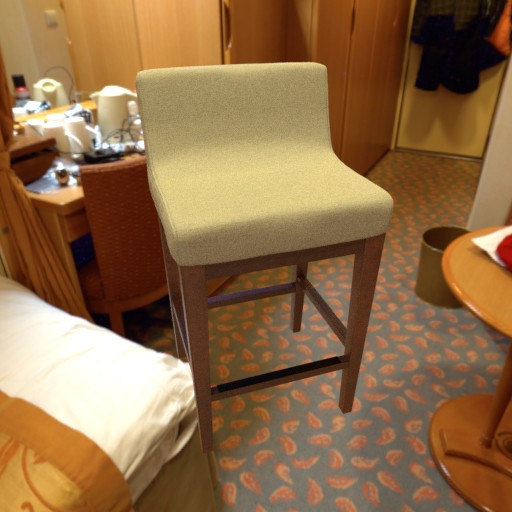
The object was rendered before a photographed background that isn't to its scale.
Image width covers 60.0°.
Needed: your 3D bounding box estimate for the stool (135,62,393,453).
[{"bbox_3d":[0.000,0.000,1.230,0.511,0.937,0.500,-9,32,-16],"label":"stool"}]
